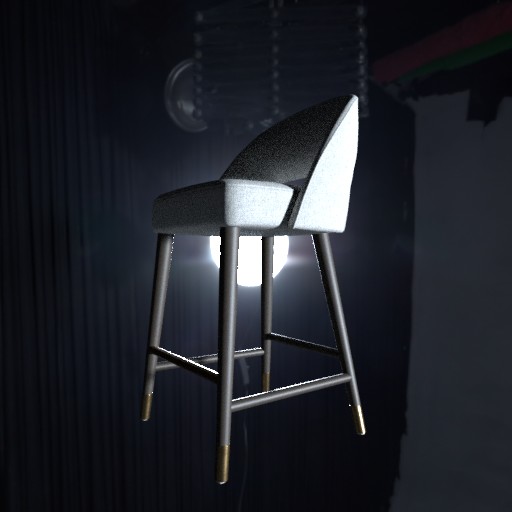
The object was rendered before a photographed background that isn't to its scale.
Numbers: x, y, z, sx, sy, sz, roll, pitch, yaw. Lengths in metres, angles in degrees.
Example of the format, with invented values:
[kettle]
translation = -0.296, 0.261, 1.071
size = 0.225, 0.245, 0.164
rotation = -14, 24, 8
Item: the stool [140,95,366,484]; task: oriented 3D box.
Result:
[stool]
translation = 0.000, 0.000, 1.238
size = 0.509, 0.940, 0.494
rotation = 0, 0, -35
